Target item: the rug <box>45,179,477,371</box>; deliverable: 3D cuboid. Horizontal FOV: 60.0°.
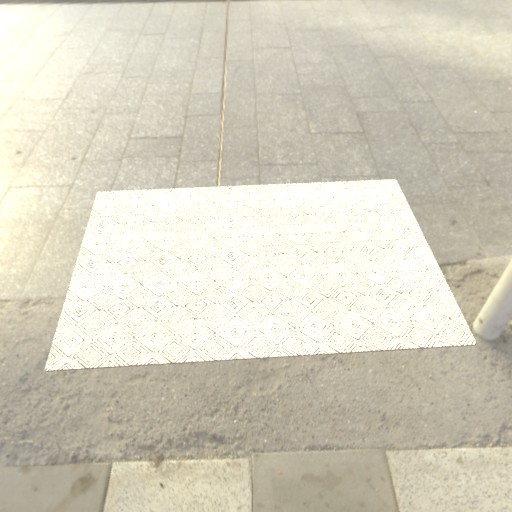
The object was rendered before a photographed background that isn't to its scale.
[{"bbox_3d":[0.000,0.000,2.232,1.783,0.008,1.175,-3,46,-3],"label":"rug"}]
